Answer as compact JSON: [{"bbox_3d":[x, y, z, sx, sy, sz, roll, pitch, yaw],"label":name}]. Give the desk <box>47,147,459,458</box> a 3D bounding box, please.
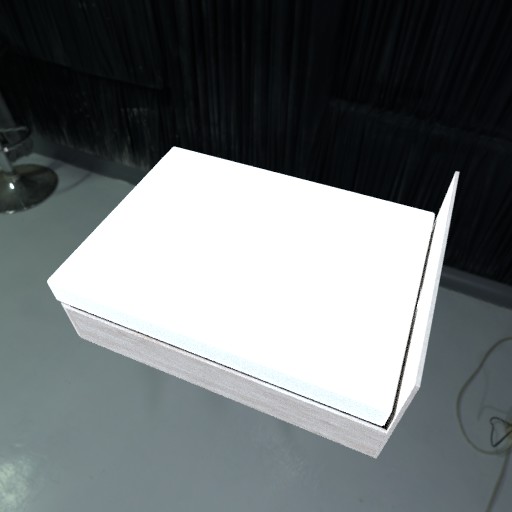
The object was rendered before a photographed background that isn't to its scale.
[{"bbox_3d":[0.000,0.000,2.611,1.900,0.800,1.400,17,50,15],"label":"desk"}]
